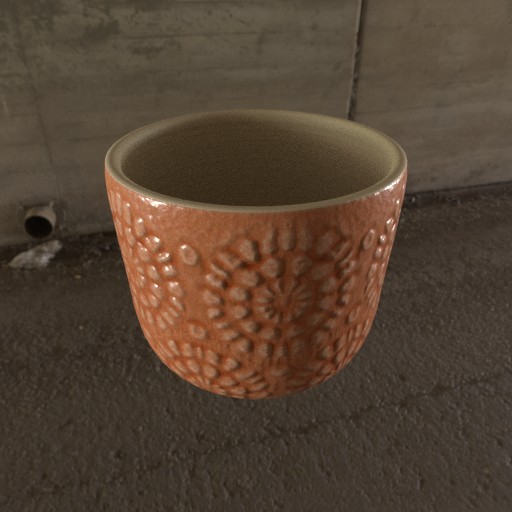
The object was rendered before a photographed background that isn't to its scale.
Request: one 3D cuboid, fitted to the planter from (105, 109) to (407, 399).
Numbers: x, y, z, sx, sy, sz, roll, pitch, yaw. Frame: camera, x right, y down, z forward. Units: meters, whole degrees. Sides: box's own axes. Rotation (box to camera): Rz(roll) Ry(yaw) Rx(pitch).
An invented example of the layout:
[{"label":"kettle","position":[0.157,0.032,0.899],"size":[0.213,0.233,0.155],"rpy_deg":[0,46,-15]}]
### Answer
[{"label":"planter","position":[0.000,0.000,0.215],"size":[0.124,0.109,0.124],"rpy_deg":[0,32,0]}]
